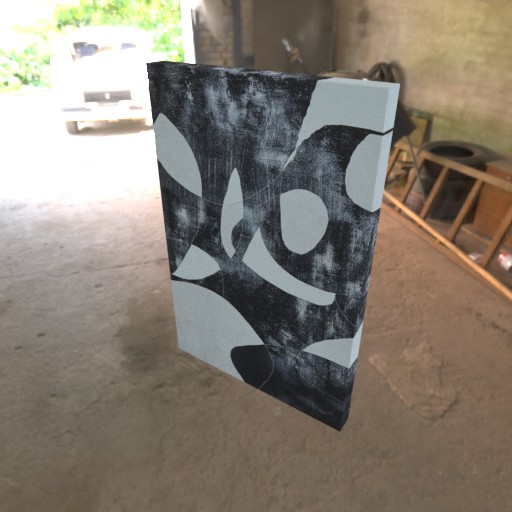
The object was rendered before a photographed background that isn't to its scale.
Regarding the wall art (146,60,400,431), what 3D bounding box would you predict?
[{"bbox_3d":[0.000,0.000,0.787,0.407,0.610,0.039,19,35,29],"label":"wall art"}]
